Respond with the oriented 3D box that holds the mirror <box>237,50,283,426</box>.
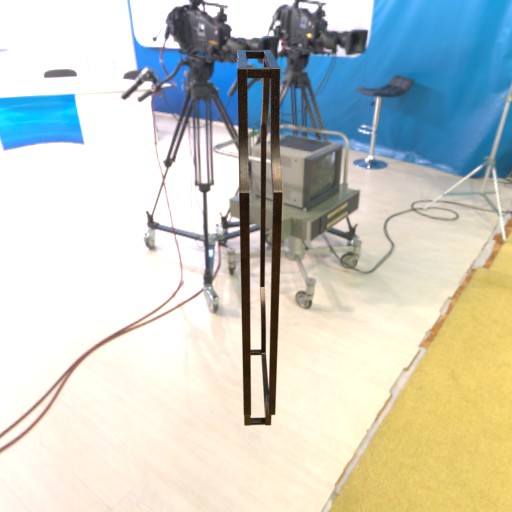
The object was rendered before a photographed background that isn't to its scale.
[{"bbox_3d":[0.000,0.000,0.987,0.066,0.811,0.462,-1,30,-2],"label":"mirror"}]
